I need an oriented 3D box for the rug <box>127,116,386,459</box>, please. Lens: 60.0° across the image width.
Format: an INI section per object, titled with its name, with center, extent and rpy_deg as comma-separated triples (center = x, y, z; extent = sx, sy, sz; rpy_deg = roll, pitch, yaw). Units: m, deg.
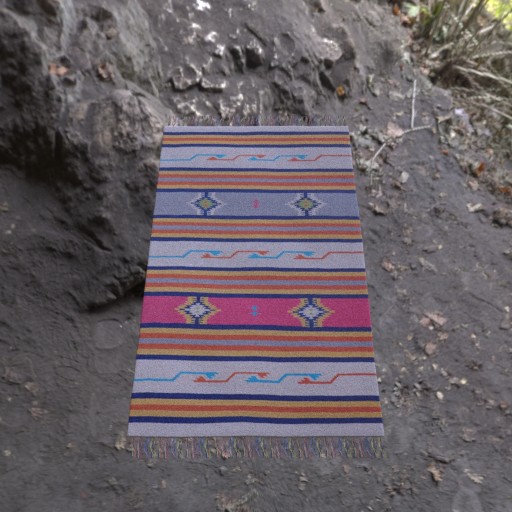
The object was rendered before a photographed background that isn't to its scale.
[rug]
center = 0.000, 0.000, 2.222
extent = 1.084, 0.013, 1.849
rpy_deg = 0, 64, 0
